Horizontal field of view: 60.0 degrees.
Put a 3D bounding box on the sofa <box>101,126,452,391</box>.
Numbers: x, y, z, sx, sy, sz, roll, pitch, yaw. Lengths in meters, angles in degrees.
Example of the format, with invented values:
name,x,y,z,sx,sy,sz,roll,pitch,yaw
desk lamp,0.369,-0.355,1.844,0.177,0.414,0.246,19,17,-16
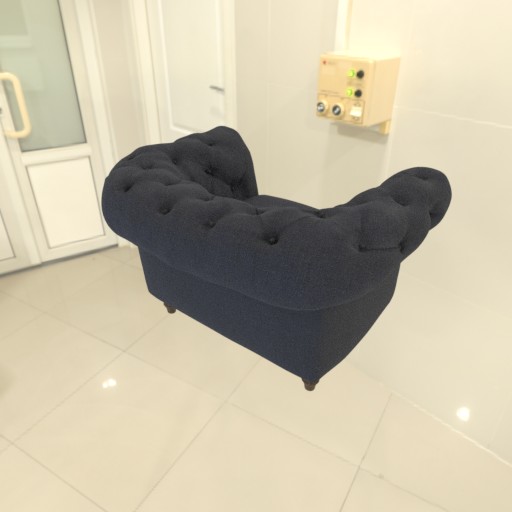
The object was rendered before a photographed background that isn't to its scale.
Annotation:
name,x,y,z,sx,sy,sz,roll,pitch,yaw
sofa,0.000,0.000,2.075,1.405,0.878,1.032,22,37,32
